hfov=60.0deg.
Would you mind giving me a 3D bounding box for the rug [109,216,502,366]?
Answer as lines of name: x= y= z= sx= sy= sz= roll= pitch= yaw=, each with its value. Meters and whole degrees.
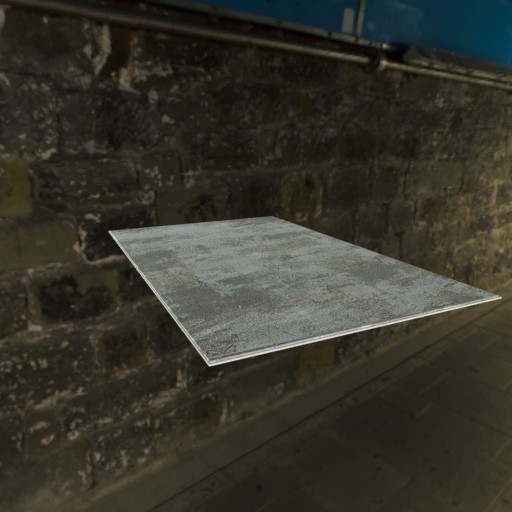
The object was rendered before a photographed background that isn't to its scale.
rug: x=0.000 y=0.000 z=2.933 sx=1.536 sy=0.012 sz=2.431 roll=-7 pitch=17 yaw=-25
